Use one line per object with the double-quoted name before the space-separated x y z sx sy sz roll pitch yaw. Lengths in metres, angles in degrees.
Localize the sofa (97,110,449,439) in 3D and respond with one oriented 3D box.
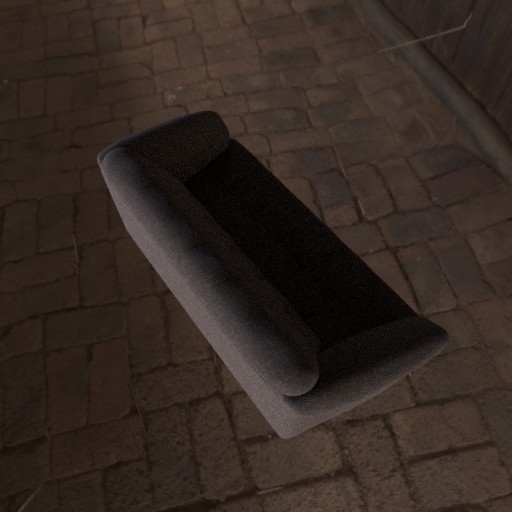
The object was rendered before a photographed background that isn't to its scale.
"sofa" 0.000 0.000 2.302 0.887 0.790 1.849 -33 63 -19
